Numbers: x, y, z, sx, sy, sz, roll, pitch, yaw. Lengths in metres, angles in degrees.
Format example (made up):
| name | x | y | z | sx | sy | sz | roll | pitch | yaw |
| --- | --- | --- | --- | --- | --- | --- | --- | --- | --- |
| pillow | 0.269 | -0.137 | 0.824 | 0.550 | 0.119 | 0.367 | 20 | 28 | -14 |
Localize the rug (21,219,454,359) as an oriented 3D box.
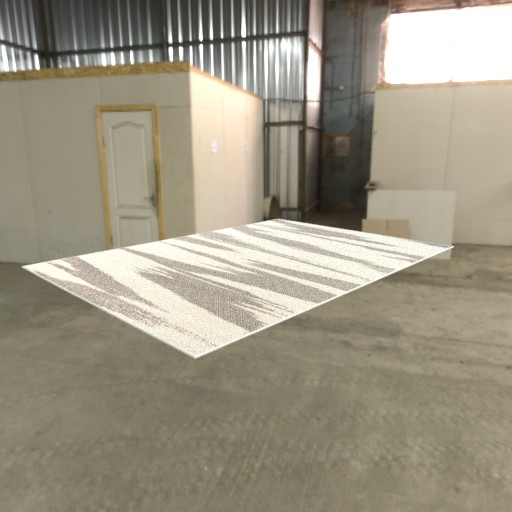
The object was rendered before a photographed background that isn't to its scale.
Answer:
| name | x | y | z | sx | sy | sz | roll | pitch | yaw |
| --- | --- | --- | --- | --- | --- | --- | --- | --- | --- |
| rug | 0.000 | 0.000 | 2.663 | 1.533 | 0.010 | 2.142 | 14 | 20 | 42 |
